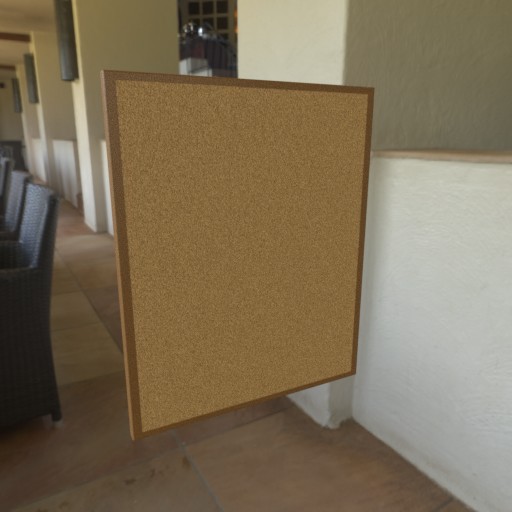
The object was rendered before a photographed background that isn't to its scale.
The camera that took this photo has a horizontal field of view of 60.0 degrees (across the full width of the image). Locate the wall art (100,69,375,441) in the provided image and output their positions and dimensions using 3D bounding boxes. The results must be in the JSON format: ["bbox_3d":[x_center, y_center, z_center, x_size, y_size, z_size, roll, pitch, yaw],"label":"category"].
[{"bbox_3d":[0.000,0.000,0.741,0.449,0.550,0.021,-8,17,-26],"label":"wall art"}]
